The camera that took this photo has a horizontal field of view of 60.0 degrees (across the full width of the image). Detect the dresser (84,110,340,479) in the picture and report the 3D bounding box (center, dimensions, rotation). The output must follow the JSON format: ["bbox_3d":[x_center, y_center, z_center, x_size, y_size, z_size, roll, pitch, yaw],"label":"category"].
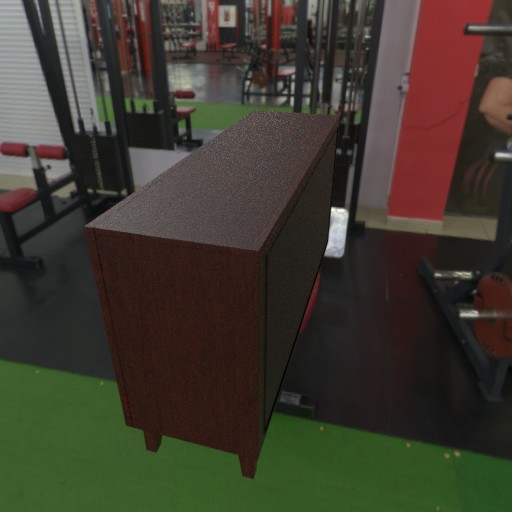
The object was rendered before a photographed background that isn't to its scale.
[{"bbox_3d":[0.000,0.000,2.042,0.499,0.971,1.609,8,30,14],"label":"dresser"}]
